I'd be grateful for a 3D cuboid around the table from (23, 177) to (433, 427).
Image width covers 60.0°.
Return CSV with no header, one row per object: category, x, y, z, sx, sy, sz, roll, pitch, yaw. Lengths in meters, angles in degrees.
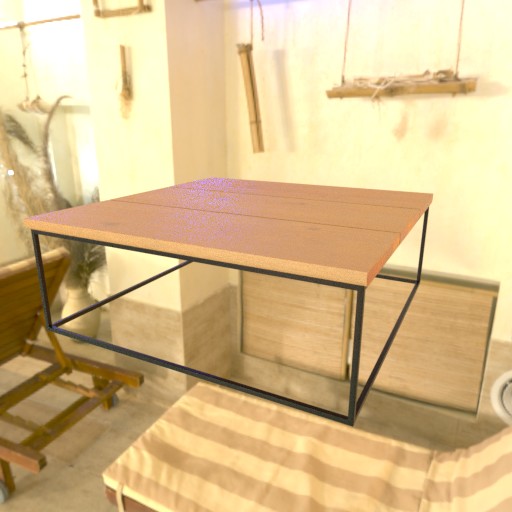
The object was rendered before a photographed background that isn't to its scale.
table,0.000,0.000,1.693,1.100,0.400,1.100,9,20,26
